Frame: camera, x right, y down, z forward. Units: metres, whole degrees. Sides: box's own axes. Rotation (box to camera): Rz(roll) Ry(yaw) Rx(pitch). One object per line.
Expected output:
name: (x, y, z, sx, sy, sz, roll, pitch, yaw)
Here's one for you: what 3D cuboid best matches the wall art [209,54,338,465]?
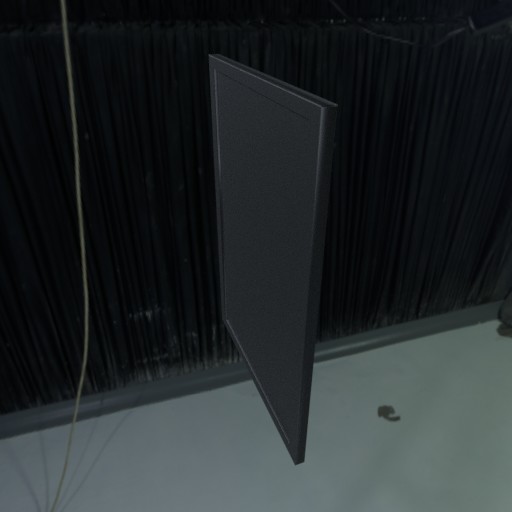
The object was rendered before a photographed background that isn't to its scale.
wall art: (0.000, 0.000, 0.558, 0.013, 0.431, 0.303, -11, 33, -18)
